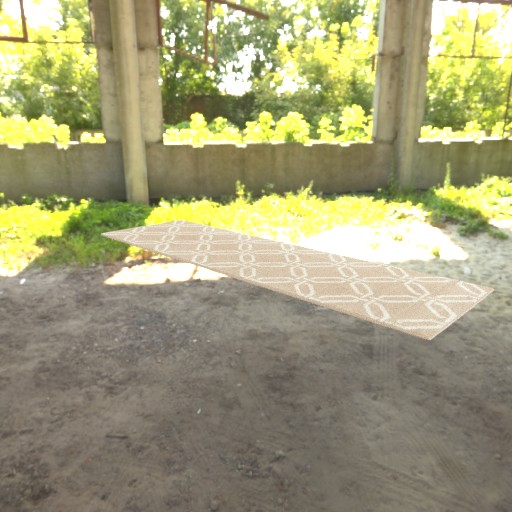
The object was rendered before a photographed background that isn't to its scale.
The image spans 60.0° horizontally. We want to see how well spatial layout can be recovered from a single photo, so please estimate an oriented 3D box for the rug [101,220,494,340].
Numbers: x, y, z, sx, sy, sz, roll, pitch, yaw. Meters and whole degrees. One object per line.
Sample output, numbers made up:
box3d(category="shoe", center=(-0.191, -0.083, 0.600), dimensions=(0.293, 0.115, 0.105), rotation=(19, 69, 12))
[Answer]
box3d(category="rug", center=(0.000, 0.000, 2.483), dimensions=(2.276, 0.014, 0.678), rotation=(15, 21, 42))
